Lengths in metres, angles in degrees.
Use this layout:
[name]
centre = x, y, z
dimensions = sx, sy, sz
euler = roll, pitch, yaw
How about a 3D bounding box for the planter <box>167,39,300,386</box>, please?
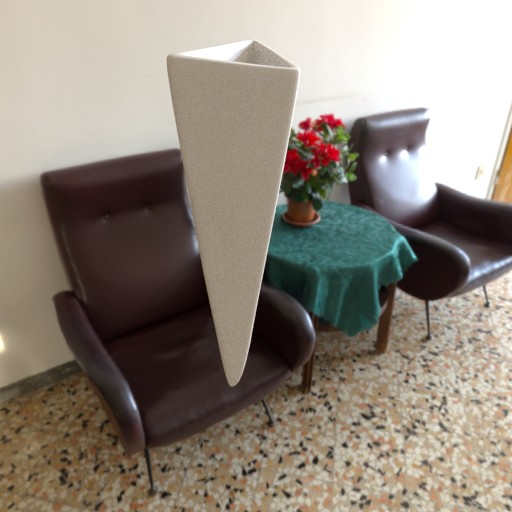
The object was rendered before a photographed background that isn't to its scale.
[planter]
centre = 0.000, 0.000, 0.394
dimensions = 0.065, 0.338, 0.143
euler = 11, 32, 18
